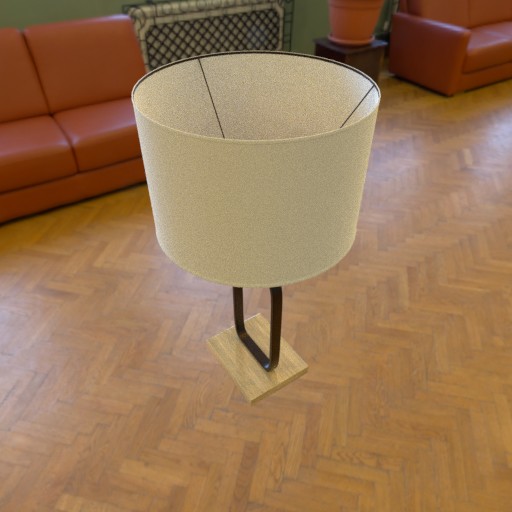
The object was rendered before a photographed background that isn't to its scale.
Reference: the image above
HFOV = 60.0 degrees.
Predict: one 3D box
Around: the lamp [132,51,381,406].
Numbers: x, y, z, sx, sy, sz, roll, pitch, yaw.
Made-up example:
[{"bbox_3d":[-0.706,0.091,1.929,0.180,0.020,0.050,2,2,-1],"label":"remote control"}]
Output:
[{"bbox_3d":[0.000,0.000,0.670,0.279,0.508,0.279,-23,46,-25],"label":"lamp"}]
